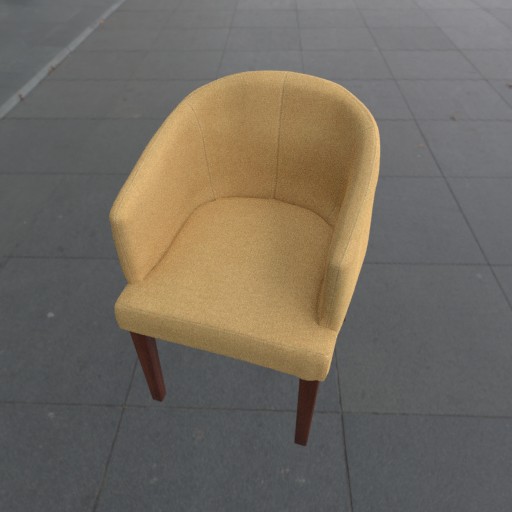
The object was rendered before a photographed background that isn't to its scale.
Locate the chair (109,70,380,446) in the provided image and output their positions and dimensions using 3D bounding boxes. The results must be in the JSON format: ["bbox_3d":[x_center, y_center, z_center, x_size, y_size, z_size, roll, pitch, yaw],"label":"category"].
[{"bbox_3d":[0.000,0.000,1.247,0.583,0.811,0.655,12,43,13],"label":"chair"}]
